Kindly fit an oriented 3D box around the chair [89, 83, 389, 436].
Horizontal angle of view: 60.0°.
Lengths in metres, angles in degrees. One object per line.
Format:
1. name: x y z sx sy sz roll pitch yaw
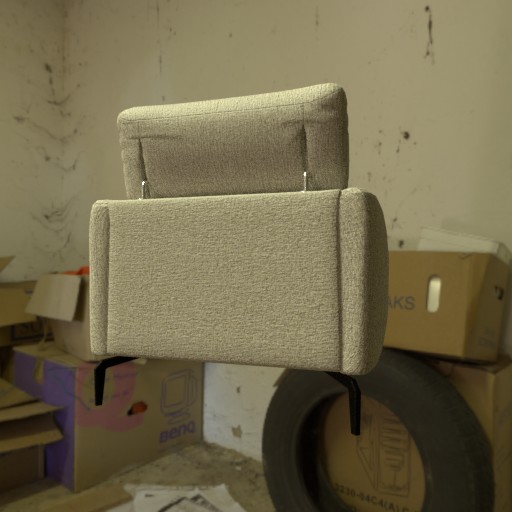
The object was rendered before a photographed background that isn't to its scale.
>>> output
1. chair: 0.000 0.000 1.695 0.972 0.967 0.835 0 -1 17
